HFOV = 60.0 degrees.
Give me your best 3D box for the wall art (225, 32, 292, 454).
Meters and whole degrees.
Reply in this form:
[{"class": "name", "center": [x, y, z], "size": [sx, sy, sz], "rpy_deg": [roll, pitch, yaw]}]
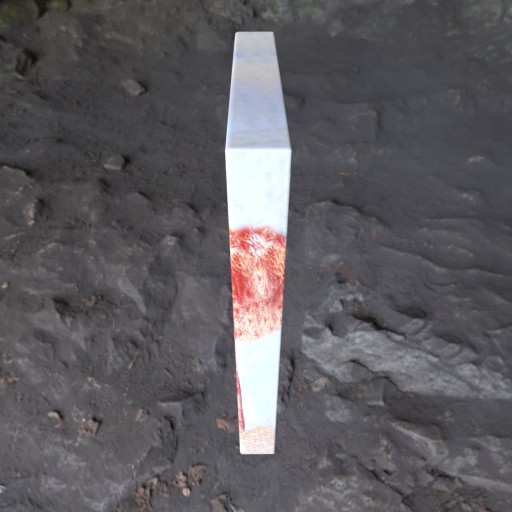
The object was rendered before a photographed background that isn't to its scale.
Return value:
[{"class": "wall art", "center": [0.000, 0.000, 0.475], "size": [0.039, 0.380, 0.251], "rpy_deg": [0, 41, 0]}]
